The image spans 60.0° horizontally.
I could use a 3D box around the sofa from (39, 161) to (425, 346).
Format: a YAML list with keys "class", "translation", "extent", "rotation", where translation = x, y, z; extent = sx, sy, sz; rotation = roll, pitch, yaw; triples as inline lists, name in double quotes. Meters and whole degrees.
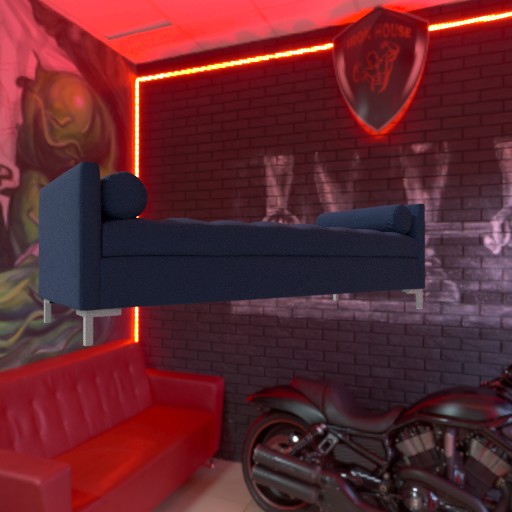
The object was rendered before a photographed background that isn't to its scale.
- class: "sofa"
  translation: [0.000, 0.000, 2.469]
  extent: [2.102, 0.657, 0.797]
  rotation: [0, -1, -36]
